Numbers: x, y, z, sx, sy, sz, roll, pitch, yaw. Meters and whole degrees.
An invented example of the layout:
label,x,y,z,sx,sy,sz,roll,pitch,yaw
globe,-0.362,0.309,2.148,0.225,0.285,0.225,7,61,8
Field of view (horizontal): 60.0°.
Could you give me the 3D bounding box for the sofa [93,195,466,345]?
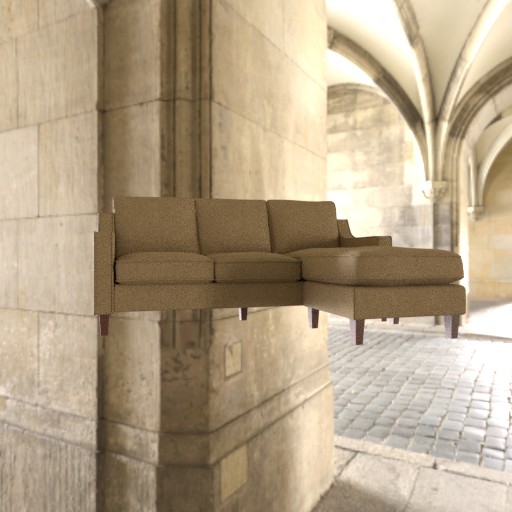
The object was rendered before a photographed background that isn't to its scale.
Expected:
label,x,y,z,sx,sy,sz,roll,pitch,yaw
sofa,0.000,0.000,3.362,2.317,1.066,1.858,0,0,-17
